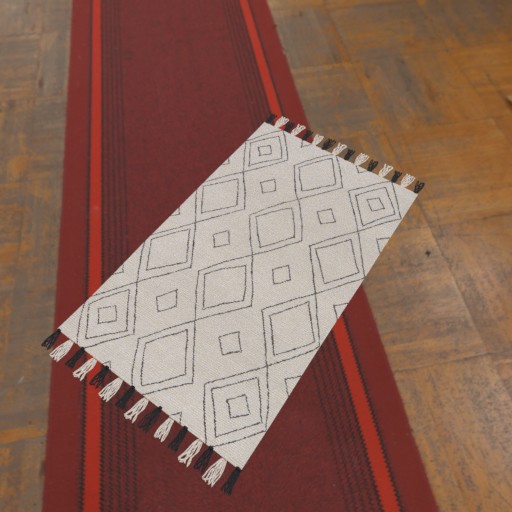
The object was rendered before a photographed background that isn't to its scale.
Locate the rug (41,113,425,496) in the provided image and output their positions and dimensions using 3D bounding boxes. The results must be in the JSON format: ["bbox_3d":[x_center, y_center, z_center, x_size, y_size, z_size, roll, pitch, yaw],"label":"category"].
[{"bbox_3d":[0.000,0.000,3.238,1.524,0.021,2.755,30,63,18],"label":"rug"}]
